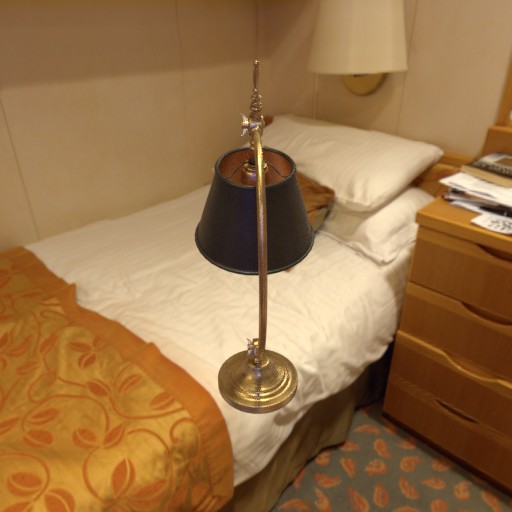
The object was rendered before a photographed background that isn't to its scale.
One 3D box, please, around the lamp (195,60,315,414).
[{"bbox_3d":[0.000,0.000,0.829,0.235,0.675,0.344,-1,30,-2],"label":"lamp"}]
